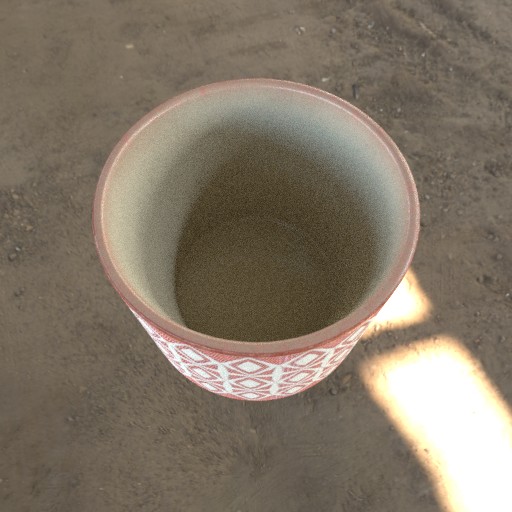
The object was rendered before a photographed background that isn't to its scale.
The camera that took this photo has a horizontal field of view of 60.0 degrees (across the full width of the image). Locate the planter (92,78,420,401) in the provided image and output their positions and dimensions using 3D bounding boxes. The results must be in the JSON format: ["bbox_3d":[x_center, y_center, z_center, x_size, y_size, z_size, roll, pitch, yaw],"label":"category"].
[{"bbox_3d":[0.000,0.000,0.477,0.273,0.237,0.273,0,64,0],"label":"planter"}]
